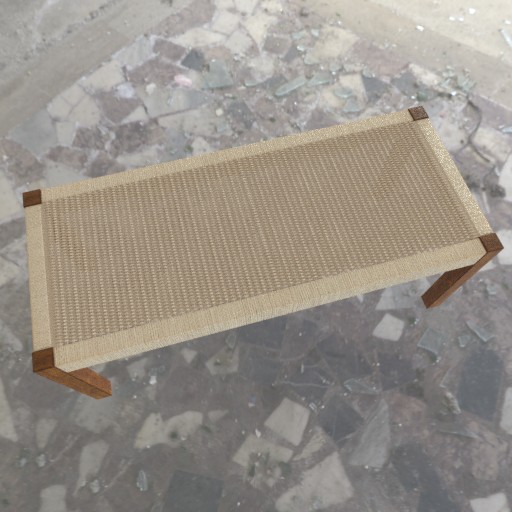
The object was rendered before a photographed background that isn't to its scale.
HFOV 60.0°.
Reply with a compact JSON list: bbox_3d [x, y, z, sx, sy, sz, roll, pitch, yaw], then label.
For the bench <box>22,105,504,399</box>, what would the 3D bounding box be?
[{"bbox_3d":[0.000,0.000,1.392,1.198,0.457,0.507,-14,65,-7],"label":"bench"}]
